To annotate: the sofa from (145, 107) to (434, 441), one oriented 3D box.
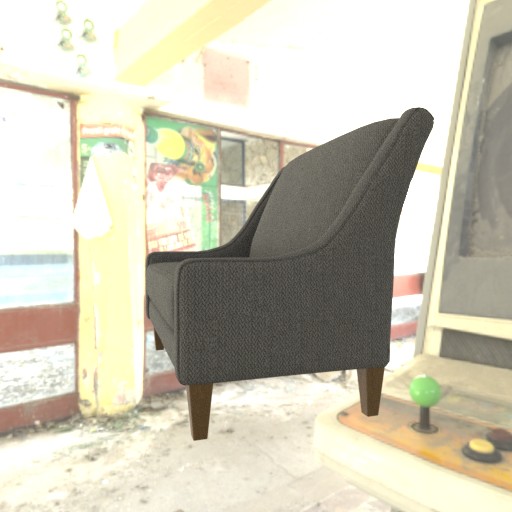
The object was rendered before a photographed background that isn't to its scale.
[{"bbox_3d":[0.000,0.000,1.925,0.873,1.022,1.242,-1,2,-18],"label":"sofa"}]
